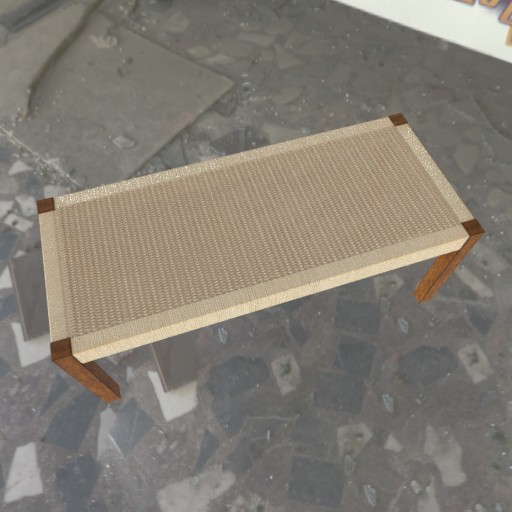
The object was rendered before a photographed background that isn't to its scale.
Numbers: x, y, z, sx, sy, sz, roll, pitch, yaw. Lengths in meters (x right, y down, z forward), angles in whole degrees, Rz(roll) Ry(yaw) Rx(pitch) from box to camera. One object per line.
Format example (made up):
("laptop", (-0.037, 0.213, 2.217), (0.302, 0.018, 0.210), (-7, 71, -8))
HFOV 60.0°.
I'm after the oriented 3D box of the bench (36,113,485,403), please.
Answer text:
("bench", (0.000, 0.000, 1.476), (1.198, 0.457, 0.507), (-16, 61, -9))
